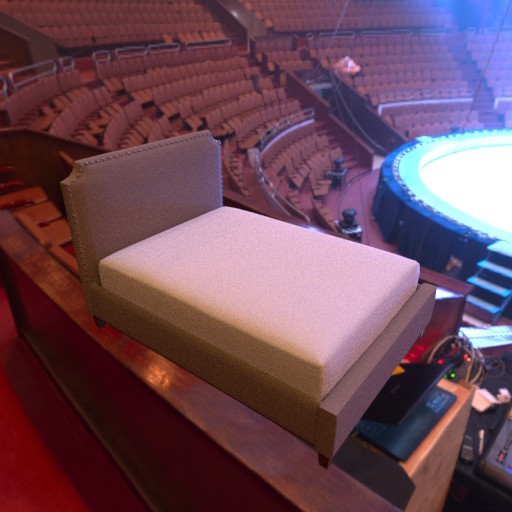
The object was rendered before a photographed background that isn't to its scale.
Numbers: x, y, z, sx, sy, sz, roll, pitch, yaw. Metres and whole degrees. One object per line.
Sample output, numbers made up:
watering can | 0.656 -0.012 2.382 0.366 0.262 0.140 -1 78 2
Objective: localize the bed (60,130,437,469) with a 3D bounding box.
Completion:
bed | 0.000 0.000 3.472 2.372 1.443 1.713 19 33 33
